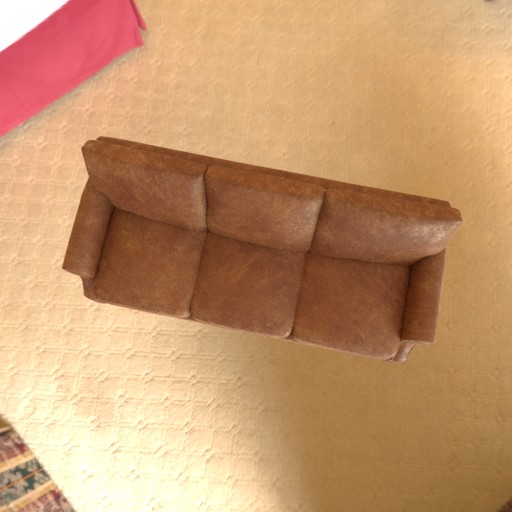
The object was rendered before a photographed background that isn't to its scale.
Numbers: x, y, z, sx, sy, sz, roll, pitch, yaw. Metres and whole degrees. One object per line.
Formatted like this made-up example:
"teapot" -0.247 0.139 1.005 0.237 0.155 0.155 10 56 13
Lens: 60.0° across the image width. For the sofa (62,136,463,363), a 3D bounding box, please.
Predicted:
"sofa" 0.000 0.000 2.875 2.351 0.977 0.973 11 77 3
